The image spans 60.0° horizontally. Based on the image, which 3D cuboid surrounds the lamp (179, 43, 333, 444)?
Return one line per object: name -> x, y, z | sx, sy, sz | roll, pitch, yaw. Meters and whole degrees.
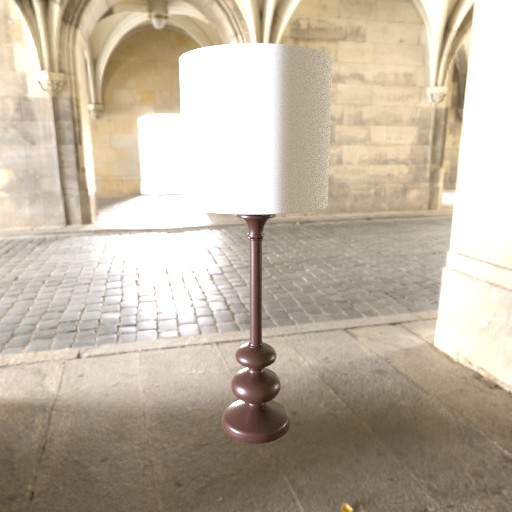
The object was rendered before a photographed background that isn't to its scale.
lamp -> 0.000, 0.000, 0.815 | 0.254, 0.690, 0.254 | 7, 15, 27
